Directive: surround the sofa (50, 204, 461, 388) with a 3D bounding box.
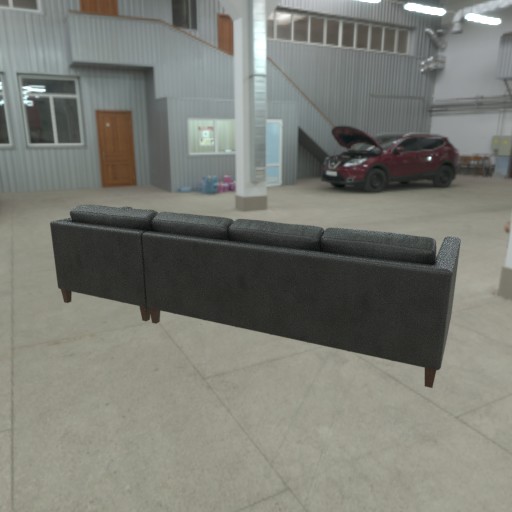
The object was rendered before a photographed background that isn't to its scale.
[{"bbox_3d":[0.000,0.000,3.878,3.203,0.883,1.581,8,17,26],"label":"sofa"}]
